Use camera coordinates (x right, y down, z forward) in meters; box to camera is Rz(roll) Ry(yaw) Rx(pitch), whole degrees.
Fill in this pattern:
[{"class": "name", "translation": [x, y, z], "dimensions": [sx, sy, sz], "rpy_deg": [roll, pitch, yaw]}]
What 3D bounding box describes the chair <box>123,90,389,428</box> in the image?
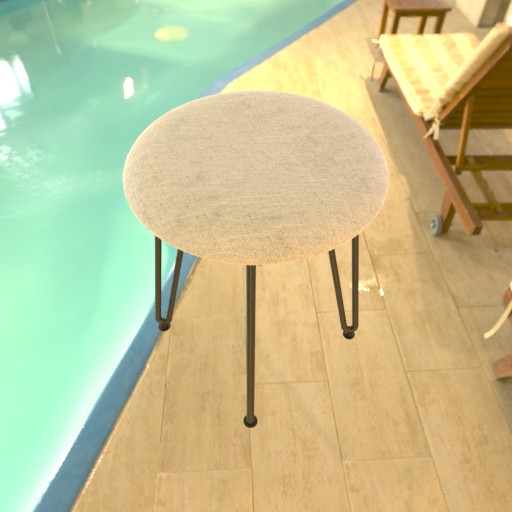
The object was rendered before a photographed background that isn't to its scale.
[{"class": "chair", "translation": [0.000, 0.000, 0.641], "dimensions": [0.350, 0.386, 0.350], "rpy_deg": [2, 47, 2]}]
